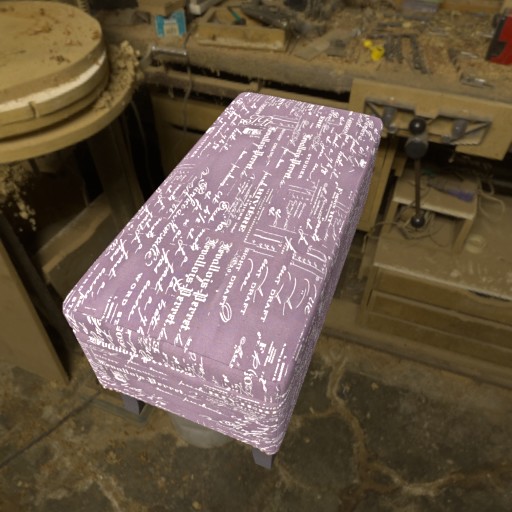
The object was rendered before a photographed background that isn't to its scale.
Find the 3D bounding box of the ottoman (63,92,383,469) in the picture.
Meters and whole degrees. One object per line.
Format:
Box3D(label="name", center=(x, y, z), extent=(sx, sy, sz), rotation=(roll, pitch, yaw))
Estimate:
Box3D(label="ottoman", center=(0.000, 0.000, 1.083), extent=(0.406, 0.457, 0.813), rotation=(16, 50, 14))
